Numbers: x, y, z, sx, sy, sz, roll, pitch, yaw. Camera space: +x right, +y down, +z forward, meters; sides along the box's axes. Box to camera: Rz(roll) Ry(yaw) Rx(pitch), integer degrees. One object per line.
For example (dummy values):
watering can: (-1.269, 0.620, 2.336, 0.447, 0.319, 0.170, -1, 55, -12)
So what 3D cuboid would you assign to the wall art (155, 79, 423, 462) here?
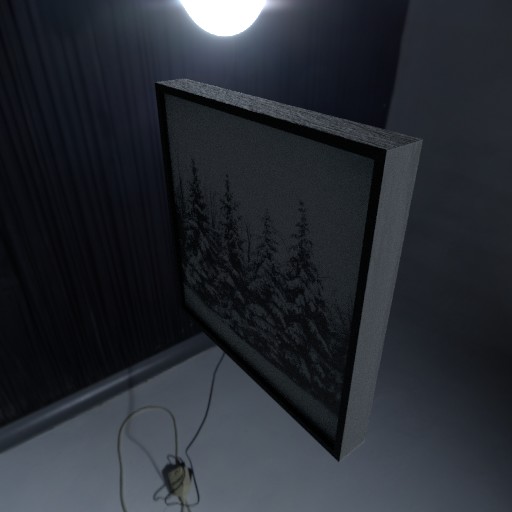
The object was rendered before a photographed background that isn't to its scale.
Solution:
wall art: (0.000, 0.000, 0.460, 0.037, 0.305, 0.305, -22, 37, -32)
